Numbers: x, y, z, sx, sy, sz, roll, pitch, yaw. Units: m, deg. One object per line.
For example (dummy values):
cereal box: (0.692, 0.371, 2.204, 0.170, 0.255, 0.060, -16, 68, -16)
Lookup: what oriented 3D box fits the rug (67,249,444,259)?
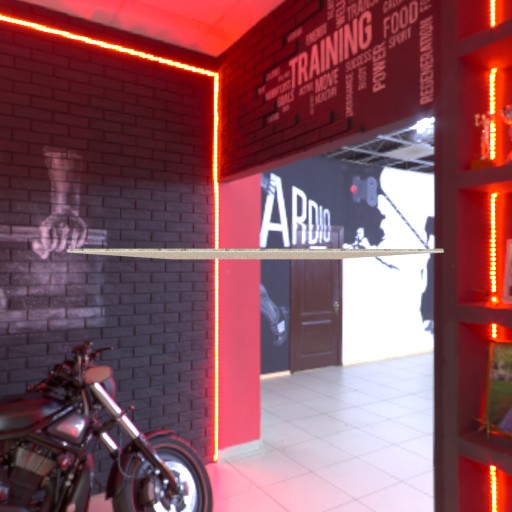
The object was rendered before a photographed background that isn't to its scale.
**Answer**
rug: (0.000, 0.000, 2.926, 1.521, 0.015, 2.280, 0, -1, 0)
